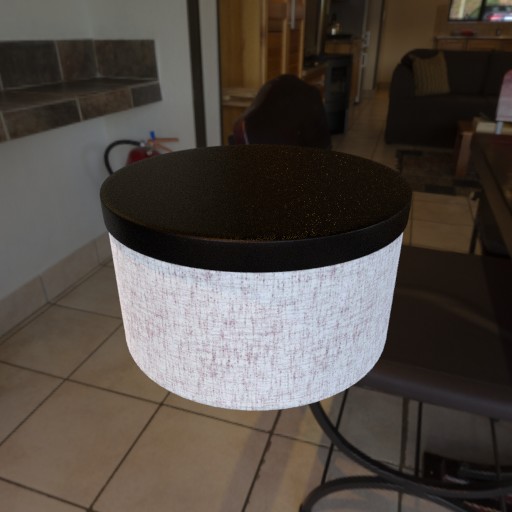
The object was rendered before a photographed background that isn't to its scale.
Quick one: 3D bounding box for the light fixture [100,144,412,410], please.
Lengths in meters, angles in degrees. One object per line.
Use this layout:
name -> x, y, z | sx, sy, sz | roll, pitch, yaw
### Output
light fixture -> 0.000, 0.000, 0.628 | 0.389, 0.229, 0.389 | 0, 27, 0
